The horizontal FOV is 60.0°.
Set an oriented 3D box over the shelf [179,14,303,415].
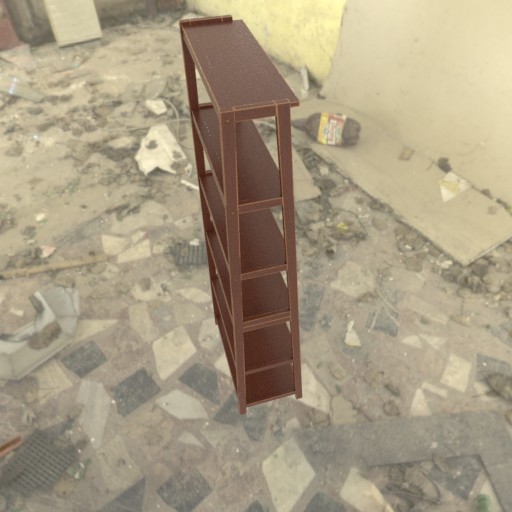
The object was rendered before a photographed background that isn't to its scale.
[{"bbox_3d":[0.000,0.000,2.084,0.381,1.892,0.660,-12,49,-11],"label":"shelf"}]
